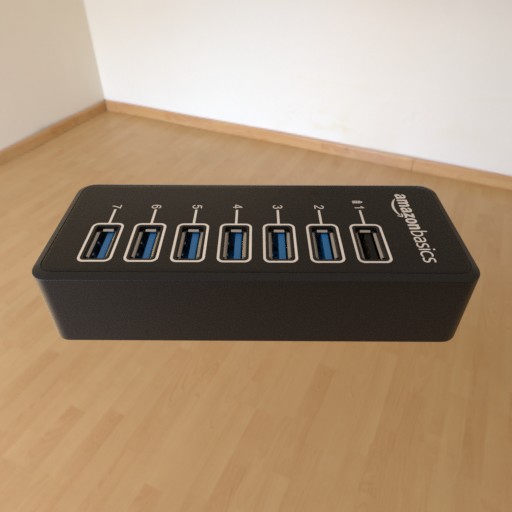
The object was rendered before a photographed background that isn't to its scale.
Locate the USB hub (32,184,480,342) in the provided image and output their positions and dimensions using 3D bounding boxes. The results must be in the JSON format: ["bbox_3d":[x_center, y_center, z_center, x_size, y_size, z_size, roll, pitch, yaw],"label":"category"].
[{"bbox_3d":[0.000,0.000,0.129,0.110,0.023,0.044,0,40,0],"label":"USB hub"}]
